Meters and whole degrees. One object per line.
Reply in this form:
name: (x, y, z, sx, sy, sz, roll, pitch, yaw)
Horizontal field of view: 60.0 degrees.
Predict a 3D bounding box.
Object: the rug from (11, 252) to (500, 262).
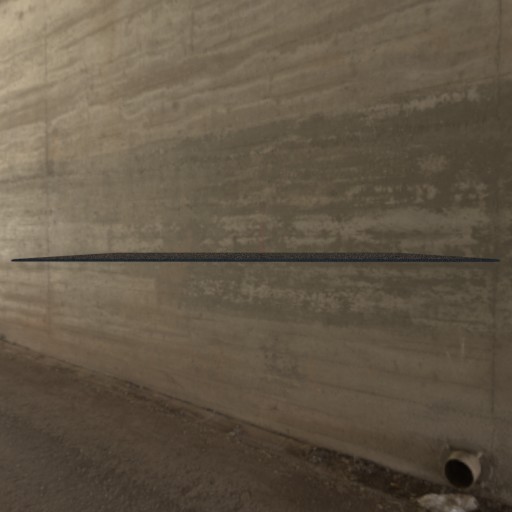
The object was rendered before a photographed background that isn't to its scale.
rug: (0.000, 0.000, 2.258, 1.829, 0.010, 1.219, 0, 2, 1)
